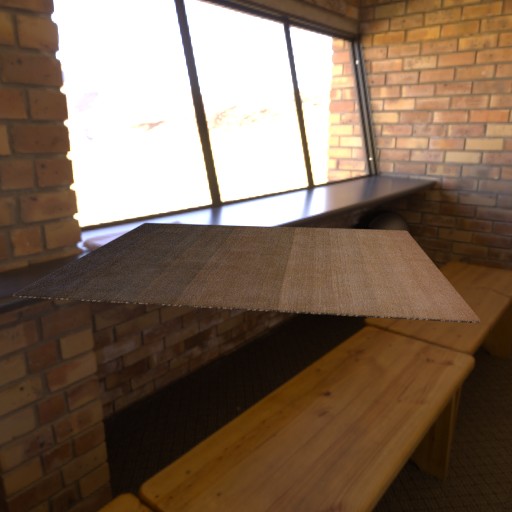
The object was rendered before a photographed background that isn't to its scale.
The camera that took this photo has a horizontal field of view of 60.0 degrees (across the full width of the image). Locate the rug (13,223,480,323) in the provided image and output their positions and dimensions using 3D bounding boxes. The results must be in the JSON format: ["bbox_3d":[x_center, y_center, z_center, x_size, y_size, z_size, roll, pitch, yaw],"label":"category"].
[{"bbox_3d":[0.000,0.000,3.785,2.902,0.017,2.305,2,16,8],"label":"rug"}]
